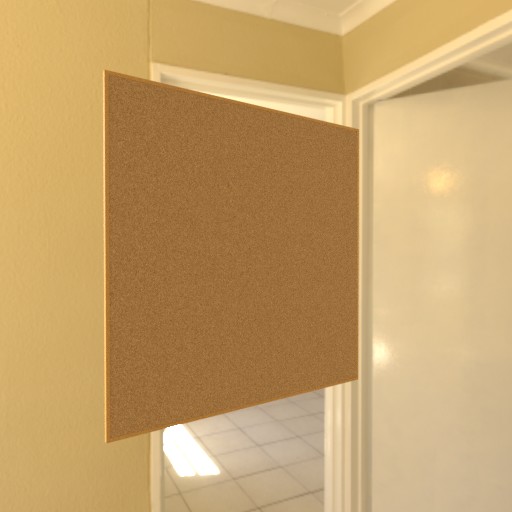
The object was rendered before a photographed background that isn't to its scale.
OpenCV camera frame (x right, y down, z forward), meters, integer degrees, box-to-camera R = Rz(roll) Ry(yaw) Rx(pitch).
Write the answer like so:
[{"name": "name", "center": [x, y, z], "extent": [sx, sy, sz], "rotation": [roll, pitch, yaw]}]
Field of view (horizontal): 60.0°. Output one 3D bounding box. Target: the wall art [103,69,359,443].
[{"name": "wall art", "center": [0.000, 0.000, 1.424], "extent": [0.962, 0.959, 0.013], "rotation": [-1, 1, -36]}]
